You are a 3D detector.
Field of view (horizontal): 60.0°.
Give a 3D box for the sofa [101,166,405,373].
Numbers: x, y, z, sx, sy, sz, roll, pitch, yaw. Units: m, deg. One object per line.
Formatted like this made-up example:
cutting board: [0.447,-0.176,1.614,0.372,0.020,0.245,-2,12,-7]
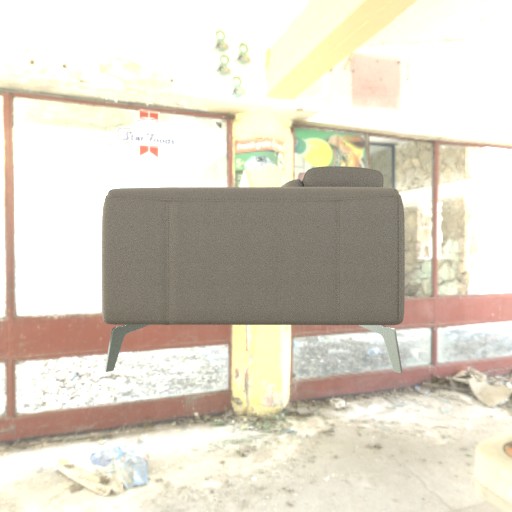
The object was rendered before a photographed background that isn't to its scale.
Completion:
sofa: [0.000,0.000,2.399,1.024,0.753,1.930,0,1,1]
